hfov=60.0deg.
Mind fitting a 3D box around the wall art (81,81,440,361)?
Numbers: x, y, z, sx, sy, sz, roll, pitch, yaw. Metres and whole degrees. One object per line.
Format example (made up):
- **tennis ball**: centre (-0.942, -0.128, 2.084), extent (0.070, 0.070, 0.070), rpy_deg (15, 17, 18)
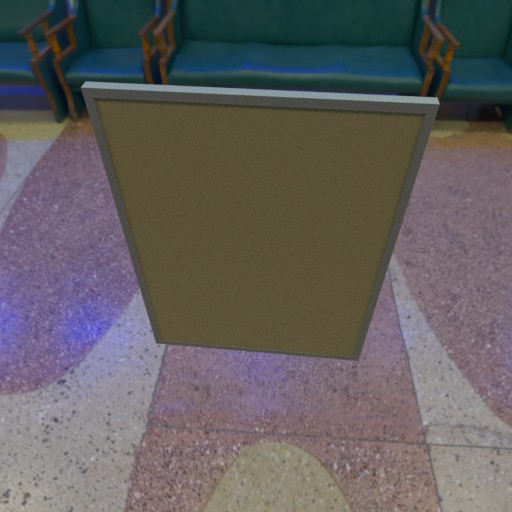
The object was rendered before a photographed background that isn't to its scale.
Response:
- **wall art**: centre (0.000, 0.000, 1.356), extent (0.789, 1.042, 0.034), rpy_deg (4, 46, 4)
